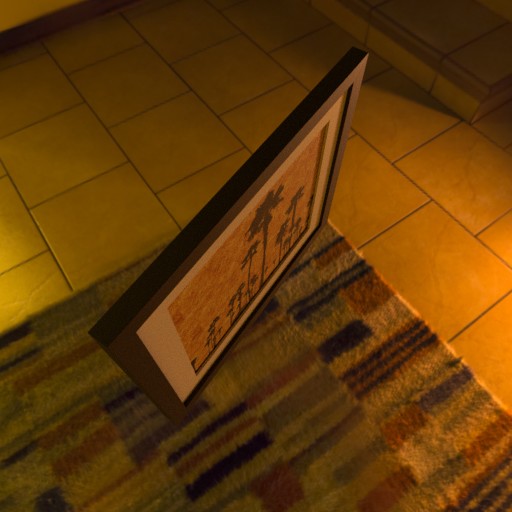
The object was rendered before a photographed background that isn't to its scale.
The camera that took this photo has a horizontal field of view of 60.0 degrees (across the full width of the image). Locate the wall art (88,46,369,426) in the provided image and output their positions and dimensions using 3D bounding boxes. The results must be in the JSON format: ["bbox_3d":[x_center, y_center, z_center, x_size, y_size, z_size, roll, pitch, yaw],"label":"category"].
[{"bbox_3d":[0.000,0.000,0.758,0.028,0.460,0.561,31,65,17],"label":"wall art"}]
